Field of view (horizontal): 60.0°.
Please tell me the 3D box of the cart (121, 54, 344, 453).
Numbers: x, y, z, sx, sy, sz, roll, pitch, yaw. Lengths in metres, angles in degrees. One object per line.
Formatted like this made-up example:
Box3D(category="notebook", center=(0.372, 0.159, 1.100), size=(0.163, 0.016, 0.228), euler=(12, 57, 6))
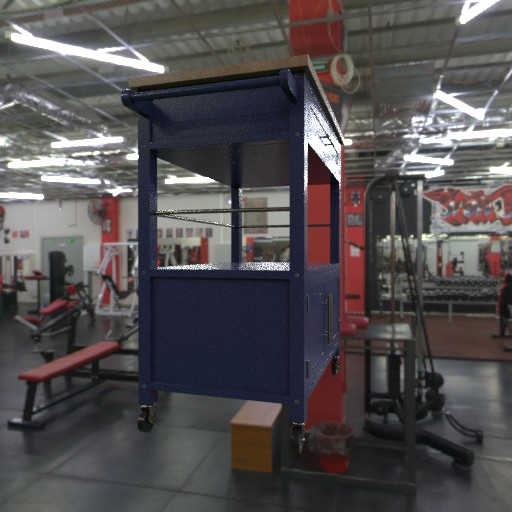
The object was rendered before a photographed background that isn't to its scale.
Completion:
Box3D(category="cart", center=(0.000, 0.000, 1.380), size=(0.459, 0.901, 0.840), euler=(0, 1, 17))
